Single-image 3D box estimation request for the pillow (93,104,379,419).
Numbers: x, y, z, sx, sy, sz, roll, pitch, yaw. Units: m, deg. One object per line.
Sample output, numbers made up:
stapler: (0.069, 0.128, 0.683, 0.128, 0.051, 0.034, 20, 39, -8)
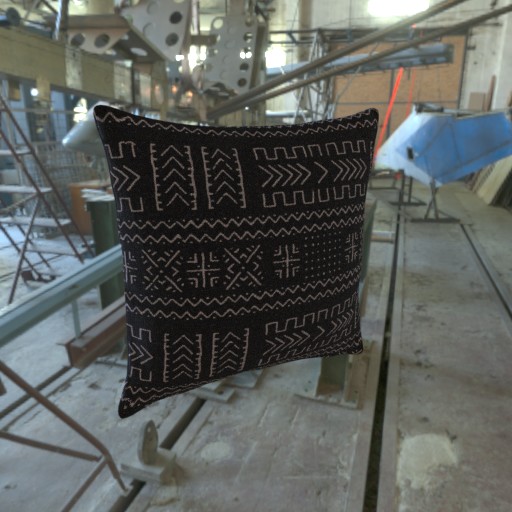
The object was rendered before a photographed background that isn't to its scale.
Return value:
pillow: (0.000, 0.000, 0.665, 0.438, 0.430, 0.164, -8, 18, -26)
